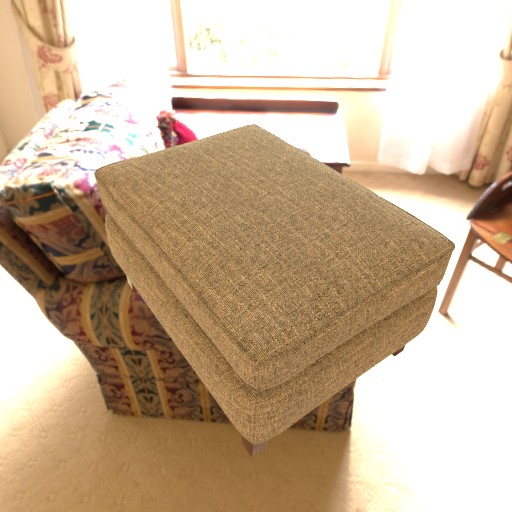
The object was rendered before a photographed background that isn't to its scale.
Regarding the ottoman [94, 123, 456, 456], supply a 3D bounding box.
[{"bbox_3d":[0.000,0.000,1.018,0.508,0.406,0.686,-25,46,-26],"label":"ottoman"}]
